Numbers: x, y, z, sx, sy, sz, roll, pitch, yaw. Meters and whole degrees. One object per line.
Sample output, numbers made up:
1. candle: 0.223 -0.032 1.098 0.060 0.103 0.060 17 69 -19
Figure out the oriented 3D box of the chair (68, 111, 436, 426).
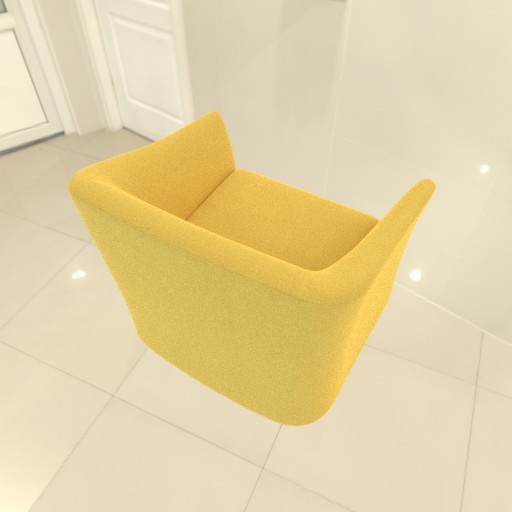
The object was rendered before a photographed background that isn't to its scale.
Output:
1. chair: 0.000 0.000 1.348 0.790 0.720 0.700 24 51 21
